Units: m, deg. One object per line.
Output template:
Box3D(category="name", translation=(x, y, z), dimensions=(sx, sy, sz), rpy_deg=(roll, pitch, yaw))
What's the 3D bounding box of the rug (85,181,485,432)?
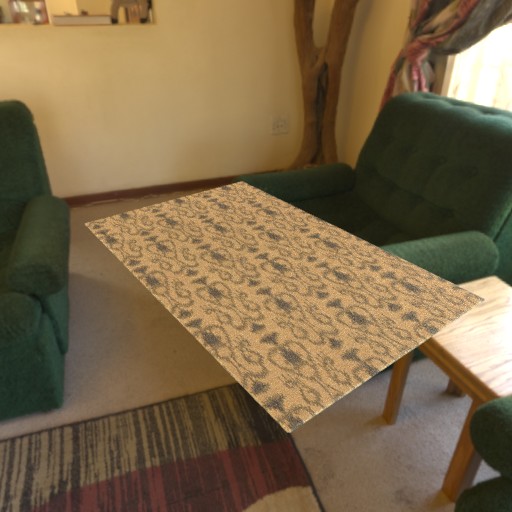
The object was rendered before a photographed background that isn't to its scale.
Box3D(category="rug", translation=(0.000, 0.000, 2.058), dimensions=(1.035, 0.006, 1.652), rpy_deg=(-21, 36, -32))
